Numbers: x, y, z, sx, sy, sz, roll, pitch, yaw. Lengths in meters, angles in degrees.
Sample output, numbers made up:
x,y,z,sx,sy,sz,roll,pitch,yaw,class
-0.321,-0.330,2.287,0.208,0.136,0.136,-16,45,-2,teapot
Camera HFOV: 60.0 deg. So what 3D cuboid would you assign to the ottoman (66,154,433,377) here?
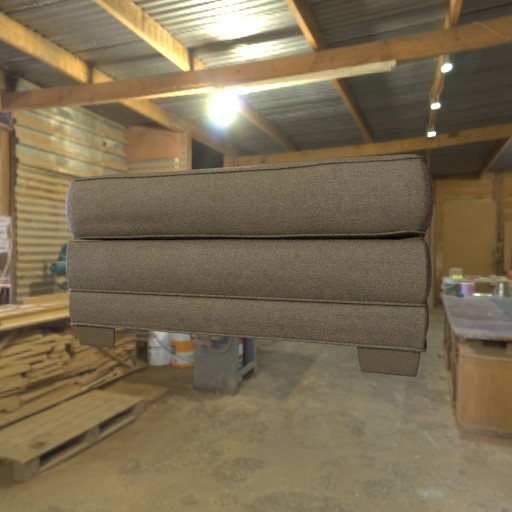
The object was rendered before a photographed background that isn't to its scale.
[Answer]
x,y,z,sx,sy,sz,roll,pitch,yaw,class
0.000,0.000,1.172,0.864,0.448,0.490,1,2,20,ottoman
